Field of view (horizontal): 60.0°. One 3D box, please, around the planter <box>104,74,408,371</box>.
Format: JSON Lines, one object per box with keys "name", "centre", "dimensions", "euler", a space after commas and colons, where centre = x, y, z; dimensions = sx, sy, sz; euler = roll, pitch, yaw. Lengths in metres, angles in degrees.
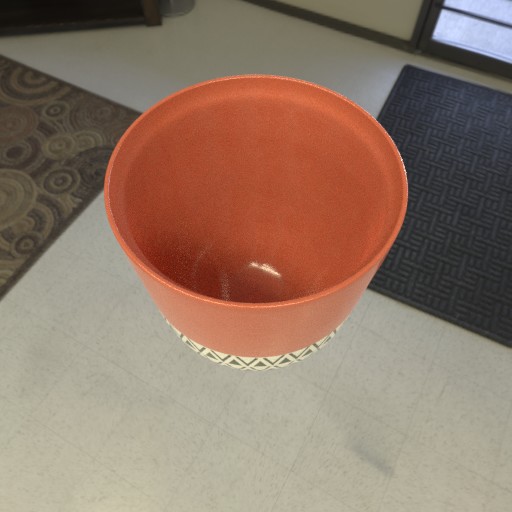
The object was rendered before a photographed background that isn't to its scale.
{"name": "planter", "centre": [0.000, 0.000, 0.379], "dimensions": [0.195, 0.214, 0.195], "euler": [0, 59, 0]}
